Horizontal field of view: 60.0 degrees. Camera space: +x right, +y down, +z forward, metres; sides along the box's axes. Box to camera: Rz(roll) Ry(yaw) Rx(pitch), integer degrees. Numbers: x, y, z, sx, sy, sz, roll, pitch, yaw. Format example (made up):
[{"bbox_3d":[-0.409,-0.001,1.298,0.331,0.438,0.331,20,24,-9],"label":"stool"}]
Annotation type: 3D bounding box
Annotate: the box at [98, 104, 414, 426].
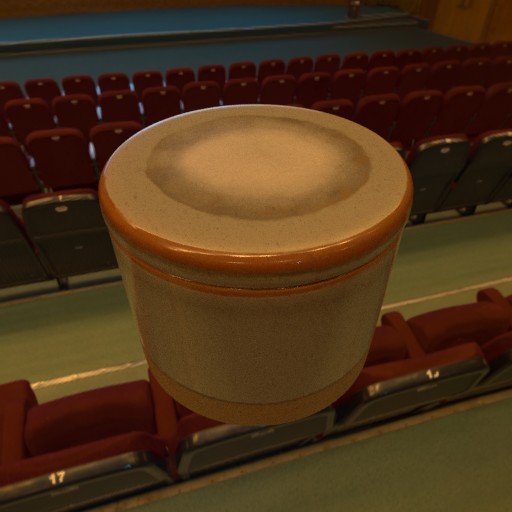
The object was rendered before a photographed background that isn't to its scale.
[{"bbox_3d":[0.000,0.000,0.207,0.123,0.100,0.123,0,40,0],"label":"box"}]
